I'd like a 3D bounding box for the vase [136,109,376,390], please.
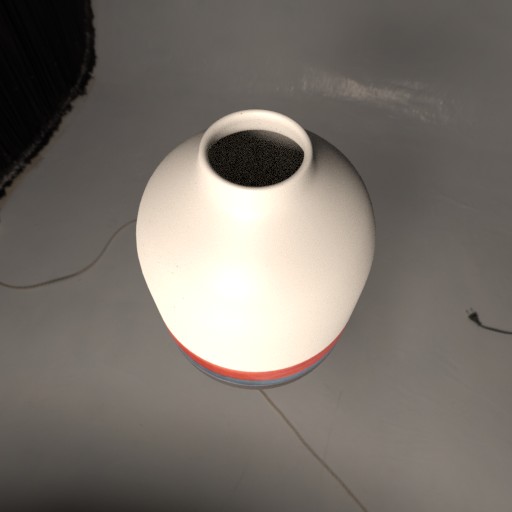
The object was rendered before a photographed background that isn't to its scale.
[{"bbox_3d":[0.000,0.000,0.348,0.169,0.237,0.169,0,59,0],"label":"vase"}]
